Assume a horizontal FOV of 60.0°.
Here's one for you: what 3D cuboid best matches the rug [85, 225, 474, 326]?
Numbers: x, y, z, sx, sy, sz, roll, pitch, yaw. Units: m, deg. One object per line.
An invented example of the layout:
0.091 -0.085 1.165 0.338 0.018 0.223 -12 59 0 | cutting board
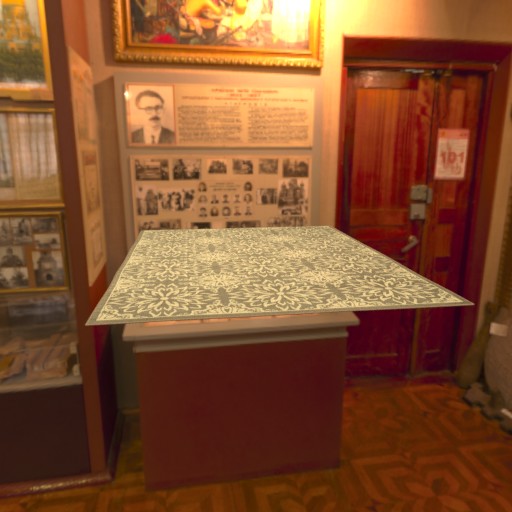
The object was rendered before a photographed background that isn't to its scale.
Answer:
0.000 0.000 4.070 2.363 0.012 2.980 -2 14 -8 | rug
